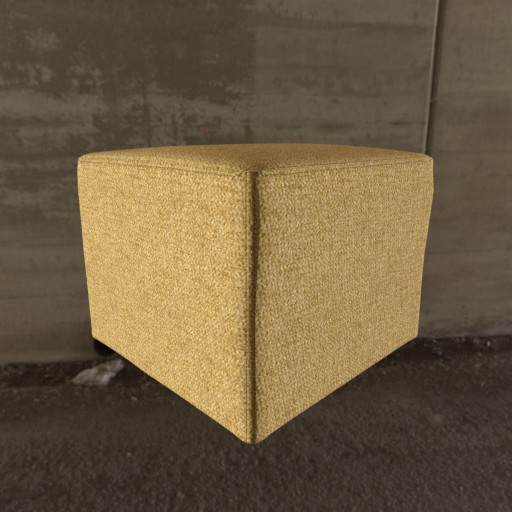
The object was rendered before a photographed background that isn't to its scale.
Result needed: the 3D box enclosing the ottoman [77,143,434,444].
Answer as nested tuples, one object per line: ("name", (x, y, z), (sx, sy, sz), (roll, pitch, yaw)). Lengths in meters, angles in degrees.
("ottoman", (0.000, 0.000, 0.902), (0.512, 0.441, 0.505), (-15, 21, -43))
